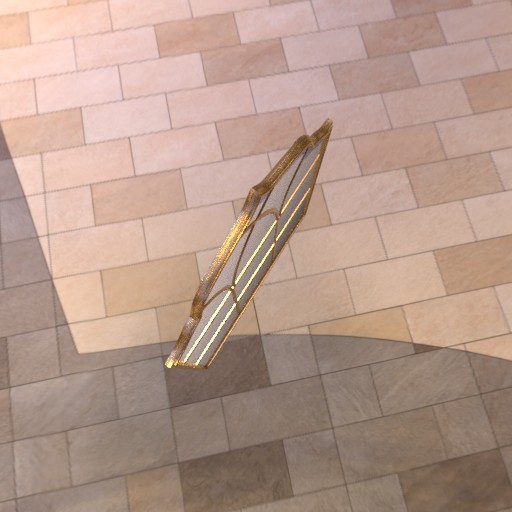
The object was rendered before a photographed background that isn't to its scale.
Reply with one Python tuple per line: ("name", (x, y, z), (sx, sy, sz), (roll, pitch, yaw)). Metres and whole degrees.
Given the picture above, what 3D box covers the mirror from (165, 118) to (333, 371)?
("mirror", (0.000, 0.000, 0.877), (0.018, 0.635, 0.513), (31, 77, 8))
